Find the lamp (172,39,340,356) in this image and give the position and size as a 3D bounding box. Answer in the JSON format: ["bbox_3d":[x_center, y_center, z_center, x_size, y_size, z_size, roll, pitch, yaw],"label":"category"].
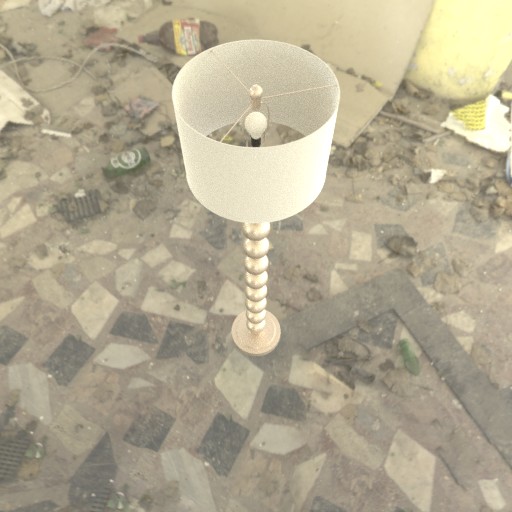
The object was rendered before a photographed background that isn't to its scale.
[{"bbox_3d":[0.000,0.000,1.651,0.394,1.474,0.394,-32,63,-18],"label":"lamp"}]
